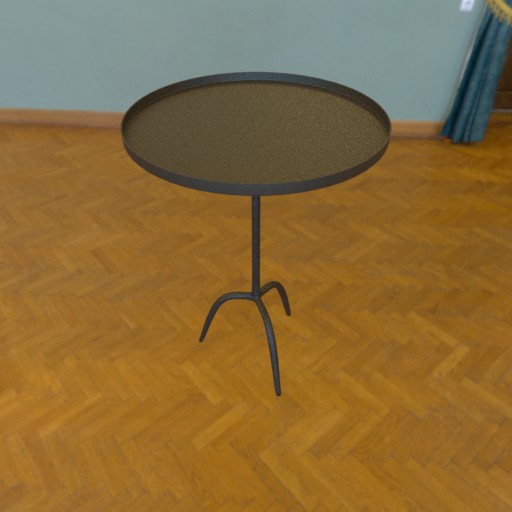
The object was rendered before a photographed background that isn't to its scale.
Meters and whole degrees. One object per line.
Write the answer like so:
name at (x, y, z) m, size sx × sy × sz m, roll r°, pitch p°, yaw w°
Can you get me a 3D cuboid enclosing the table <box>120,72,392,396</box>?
table at (0.000, 0.000, 1.067) m, size 0.502 × 0.700 × 0.502 m, roll 2°, pitch 40°, yaw 2°
